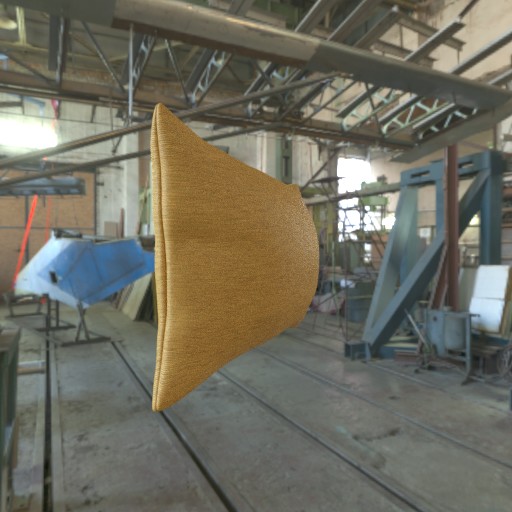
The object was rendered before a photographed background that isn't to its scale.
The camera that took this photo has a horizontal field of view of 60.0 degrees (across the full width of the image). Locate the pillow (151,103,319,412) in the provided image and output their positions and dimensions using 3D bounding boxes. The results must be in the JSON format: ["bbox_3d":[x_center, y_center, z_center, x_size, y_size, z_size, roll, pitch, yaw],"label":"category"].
[{"bbox_3d":[0.000,0.000,0.797,0.210,0.354,0.634,0,1,19],"label":"pillow"}]
